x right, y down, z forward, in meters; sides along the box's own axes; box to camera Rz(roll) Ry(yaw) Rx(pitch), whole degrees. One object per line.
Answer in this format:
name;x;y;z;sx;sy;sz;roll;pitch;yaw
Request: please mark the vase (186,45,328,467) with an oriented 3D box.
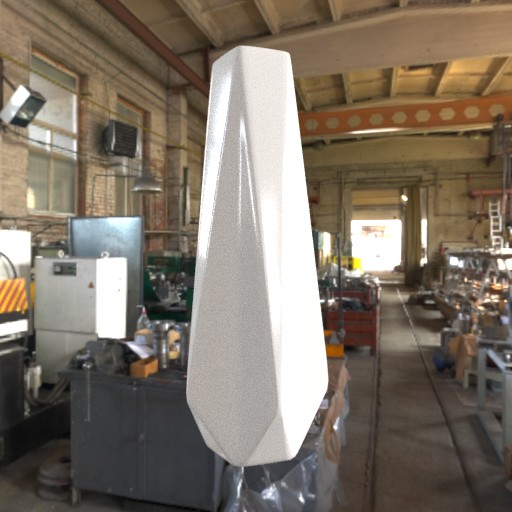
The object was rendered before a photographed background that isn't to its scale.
vase;0.000;0.000;0.375;0.122;0.329;0.116;0;1;-17
